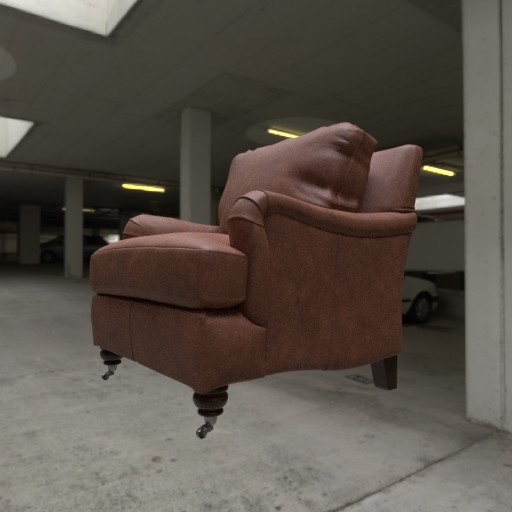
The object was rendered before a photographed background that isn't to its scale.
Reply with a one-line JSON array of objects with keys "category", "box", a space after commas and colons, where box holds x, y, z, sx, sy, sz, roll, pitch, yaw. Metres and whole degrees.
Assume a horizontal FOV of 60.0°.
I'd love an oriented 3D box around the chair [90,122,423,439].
[{"category": "chair", "box": [0.000, 0.000, 1.890, 1.158, 1.055, 0.986, 1, -1, -38]}]
